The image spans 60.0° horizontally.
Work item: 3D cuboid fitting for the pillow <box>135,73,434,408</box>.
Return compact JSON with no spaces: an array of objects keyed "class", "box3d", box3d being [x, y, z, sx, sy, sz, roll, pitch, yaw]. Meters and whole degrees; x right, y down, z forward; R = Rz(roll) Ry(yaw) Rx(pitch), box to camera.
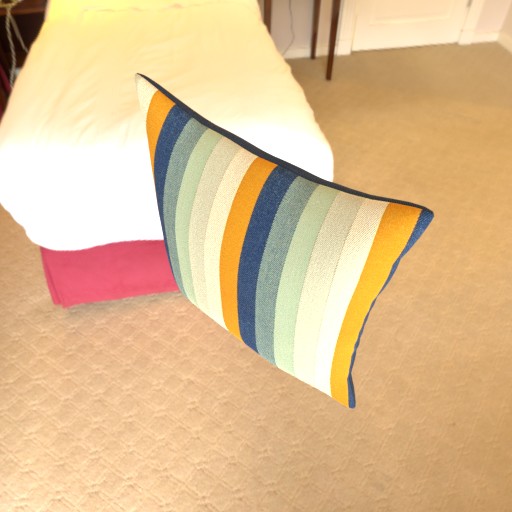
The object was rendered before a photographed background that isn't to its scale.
[{"class":"pillow","box3d":[0.000,0.000,0.703,0.463,0.454,0.173,33,55,26]}]
